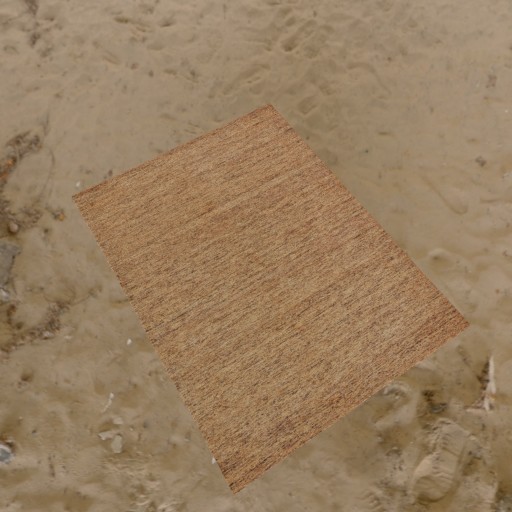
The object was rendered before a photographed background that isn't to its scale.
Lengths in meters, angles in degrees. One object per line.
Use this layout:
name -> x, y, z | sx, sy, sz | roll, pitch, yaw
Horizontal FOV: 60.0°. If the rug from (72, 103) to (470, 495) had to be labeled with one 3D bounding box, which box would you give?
rug -> 0.000, 0.000, 4.219 | 2.438, 0.012, 3.200 | -30, 66, -15
